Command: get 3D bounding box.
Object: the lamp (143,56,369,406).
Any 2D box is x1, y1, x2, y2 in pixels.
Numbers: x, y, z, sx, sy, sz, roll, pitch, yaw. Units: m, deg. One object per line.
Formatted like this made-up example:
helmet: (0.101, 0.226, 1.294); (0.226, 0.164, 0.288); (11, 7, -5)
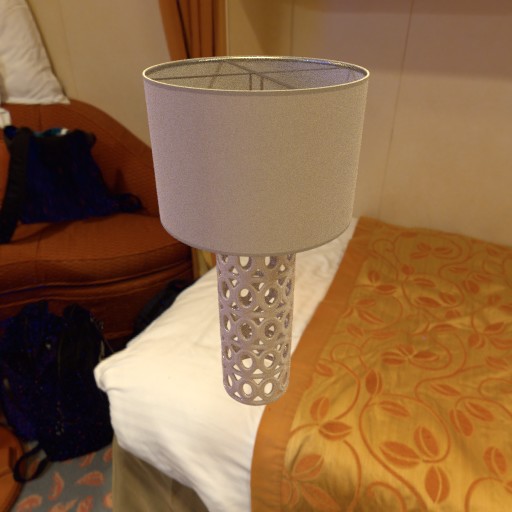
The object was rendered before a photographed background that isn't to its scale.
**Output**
lamp: (0.000, 0.000, 0.813); (0.324, 0.636, 0.325); (-11, 33, -18)
